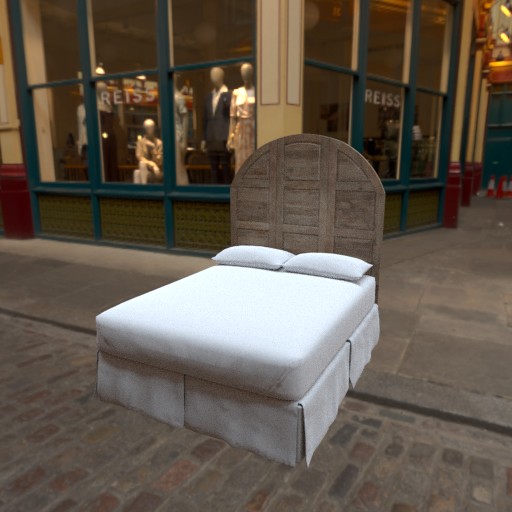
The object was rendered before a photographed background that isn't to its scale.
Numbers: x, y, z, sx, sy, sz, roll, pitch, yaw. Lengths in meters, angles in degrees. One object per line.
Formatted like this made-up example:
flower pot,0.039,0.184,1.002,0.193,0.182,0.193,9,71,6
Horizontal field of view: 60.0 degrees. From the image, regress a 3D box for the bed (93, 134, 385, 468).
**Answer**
bed,0.000,0.000,3.610,1.713,2.002,2.112,6,14,26
